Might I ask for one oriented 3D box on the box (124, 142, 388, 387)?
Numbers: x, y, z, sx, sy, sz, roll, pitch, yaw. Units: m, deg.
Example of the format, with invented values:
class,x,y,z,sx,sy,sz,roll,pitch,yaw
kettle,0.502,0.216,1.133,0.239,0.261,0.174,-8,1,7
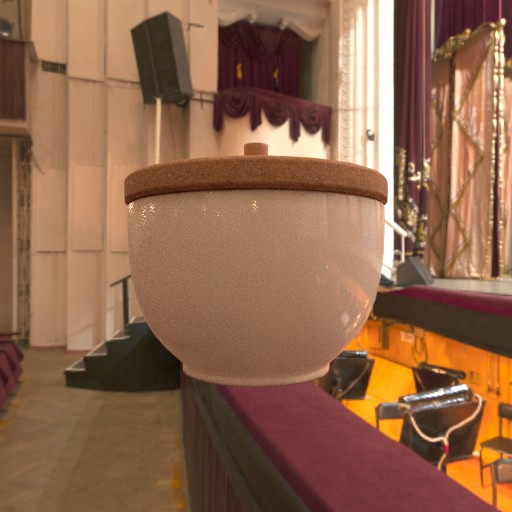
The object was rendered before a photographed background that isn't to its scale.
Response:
class,x,y,z,sx,sy,sz,roll,pitch,yaw
box,0.000,0.000,0.188,0.107,0.094,0.107,0,0,0
